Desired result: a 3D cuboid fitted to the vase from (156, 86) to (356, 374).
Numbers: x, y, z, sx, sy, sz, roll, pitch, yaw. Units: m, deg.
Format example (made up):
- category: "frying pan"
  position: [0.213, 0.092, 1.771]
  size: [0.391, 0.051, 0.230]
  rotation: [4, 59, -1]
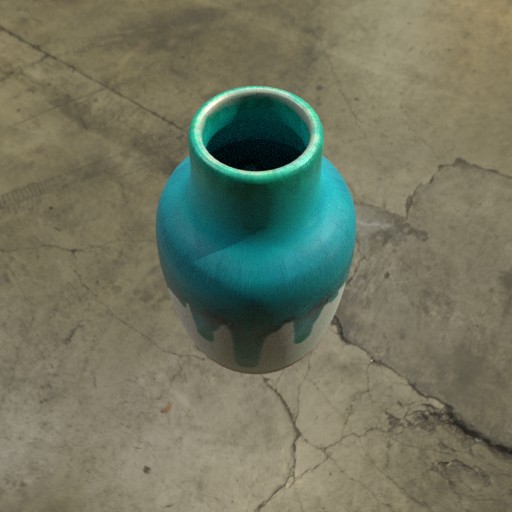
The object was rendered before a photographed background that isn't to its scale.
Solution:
- category: "vase"
  position: [0.000, 0.000, 0.254]
  size: [0.106, 0.192, 0.106]
  rotation: [0, 59, 0]
